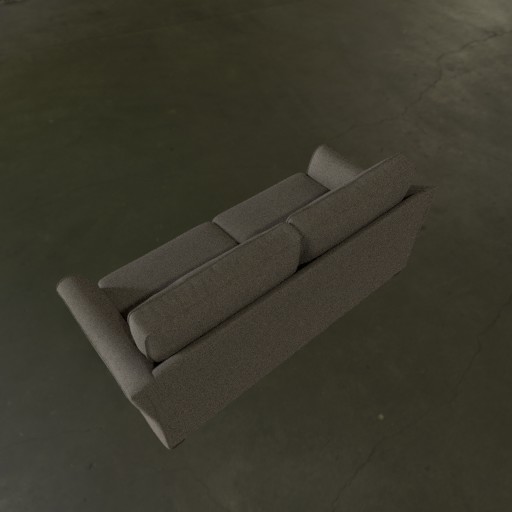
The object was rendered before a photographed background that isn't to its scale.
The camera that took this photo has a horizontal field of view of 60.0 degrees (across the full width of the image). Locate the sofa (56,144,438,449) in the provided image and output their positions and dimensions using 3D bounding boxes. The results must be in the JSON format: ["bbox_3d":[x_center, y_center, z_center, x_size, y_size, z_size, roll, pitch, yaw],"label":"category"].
[{"bbox_3d":[0.000,0.000,2.797,2.203,0.976,1.013,-32,55,-26],"label":"sofa"}]
